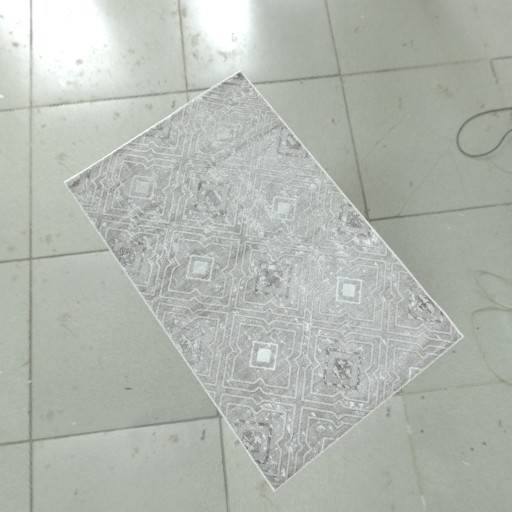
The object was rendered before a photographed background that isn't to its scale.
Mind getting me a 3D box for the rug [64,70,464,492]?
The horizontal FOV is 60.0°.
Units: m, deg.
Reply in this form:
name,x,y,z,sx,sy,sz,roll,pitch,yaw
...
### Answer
name,x,y,z,sx,sy,sz,roll,pitch,yaw
rug,0.000,0.000,2.967,1.537,0.036,2.447,-36,79,-8
